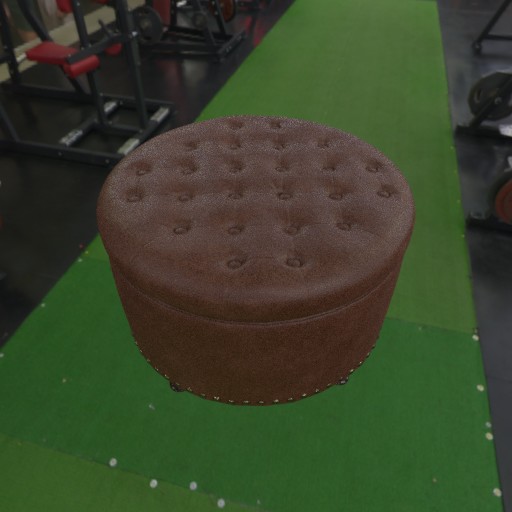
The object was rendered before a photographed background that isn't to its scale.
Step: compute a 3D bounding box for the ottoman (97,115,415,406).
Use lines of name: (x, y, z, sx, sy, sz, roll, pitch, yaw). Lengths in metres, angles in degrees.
ottoman: (0.000, 0.000, 1.038, 0.637, 0.442, 0.637, 0, 42, 0)
